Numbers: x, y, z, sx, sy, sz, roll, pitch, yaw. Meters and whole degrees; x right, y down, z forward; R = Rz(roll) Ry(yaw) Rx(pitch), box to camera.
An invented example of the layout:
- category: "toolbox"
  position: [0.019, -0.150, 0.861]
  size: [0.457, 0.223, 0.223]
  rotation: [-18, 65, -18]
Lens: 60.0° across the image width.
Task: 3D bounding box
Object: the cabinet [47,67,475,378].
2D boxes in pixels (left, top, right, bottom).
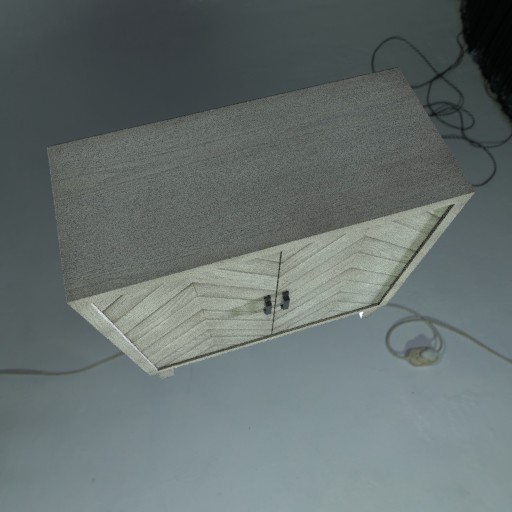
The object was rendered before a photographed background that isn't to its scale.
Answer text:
- category: "cabinet"
  position: [0.000, 0.000, 1.234]
  size: [0.781, 0.787, 0.370]
  rotation: [-15, 65, -7]
